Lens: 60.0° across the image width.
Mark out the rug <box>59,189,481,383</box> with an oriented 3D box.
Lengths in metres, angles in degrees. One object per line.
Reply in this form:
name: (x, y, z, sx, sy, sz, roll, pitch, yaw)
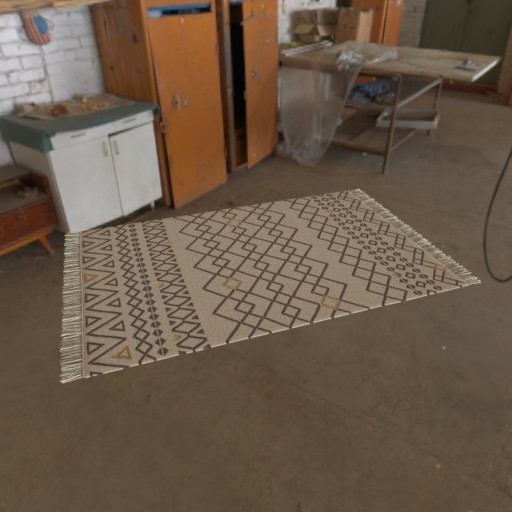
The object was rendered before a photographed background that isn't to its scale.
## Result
rug: (0.000, 0.000, 2.453, 2.023, 0.028, 1.224, -11, 34, -16)
